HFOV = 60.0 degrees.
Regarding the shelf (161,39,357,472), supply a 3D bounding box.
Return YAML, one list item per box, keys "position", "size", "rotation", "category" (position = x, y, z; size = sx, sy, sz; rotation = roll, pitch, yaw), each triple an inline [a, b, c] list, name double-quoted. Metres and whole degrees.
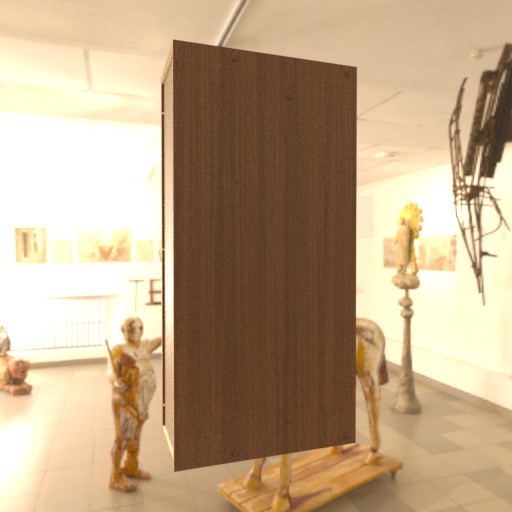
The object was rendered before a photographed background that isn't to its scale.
- position: [0.000, 0.000, 0.729]
  size: [0.290, 0.600, 0.147]
  rotation: [0, 1, -19]
  category: "shelf"
